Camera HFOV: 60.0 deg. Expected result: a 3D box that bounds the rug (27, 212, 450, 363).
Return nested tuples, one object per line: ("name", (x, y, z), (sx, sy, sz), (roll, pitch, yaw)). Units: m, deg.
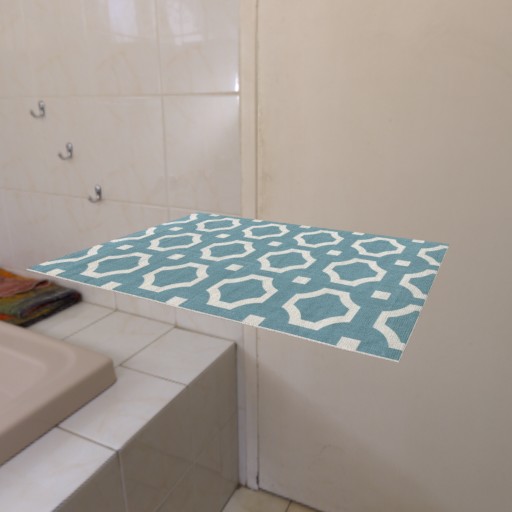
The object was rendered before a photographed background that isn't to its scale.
("rug", (0.000, 0.000, 4.056), (3.049, 0.021, 2.466), (10, 20, 27))
